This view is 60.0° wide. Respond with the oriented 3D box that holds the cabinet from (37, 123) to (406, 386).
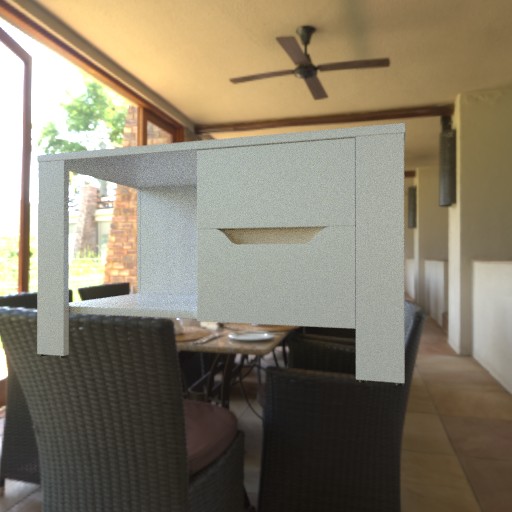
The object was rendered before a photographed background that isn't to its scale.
[{"bbox_3d":[0.000,0.000,1.273,0.800,0.460,0.800,0,0,17],"label":"cabinet"}]
